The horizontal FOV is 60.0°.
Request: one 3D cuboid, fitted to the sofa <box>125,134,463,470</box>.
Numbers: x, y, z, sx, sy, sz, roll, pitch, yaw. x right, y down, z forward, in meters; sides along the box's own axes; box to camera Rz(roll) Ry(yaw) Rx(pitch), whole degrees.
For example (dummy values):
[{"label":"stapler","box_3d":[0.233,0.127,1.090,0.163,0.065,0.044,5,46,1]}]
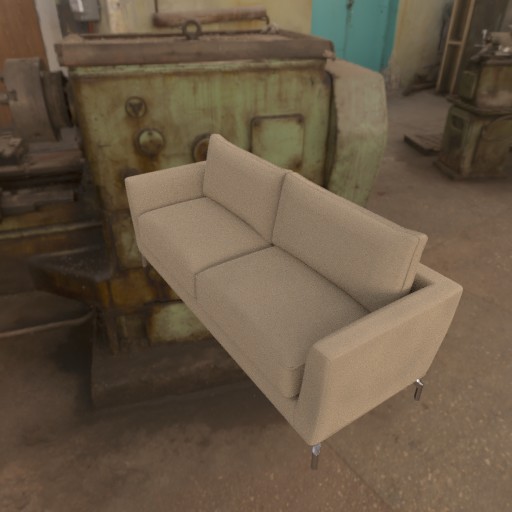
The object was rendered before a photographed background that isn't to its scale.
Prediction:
[{"label":"sofa","box_3d":[0.000,0.000,2.751,0.868,1.005,2.214,-19,36,-28]}]
